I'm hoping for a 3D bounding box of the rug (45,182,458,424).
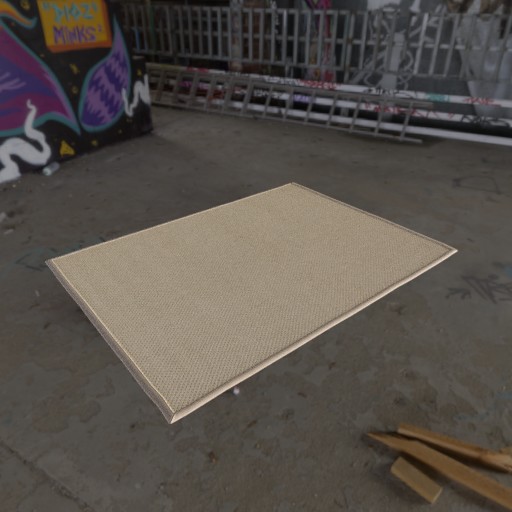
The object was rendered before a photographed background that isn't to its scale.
[{"bbox_3d":[0.000,0.000,2.741,2.081,0.020,1.525,-23,37,-33],"label":"rug"}]
